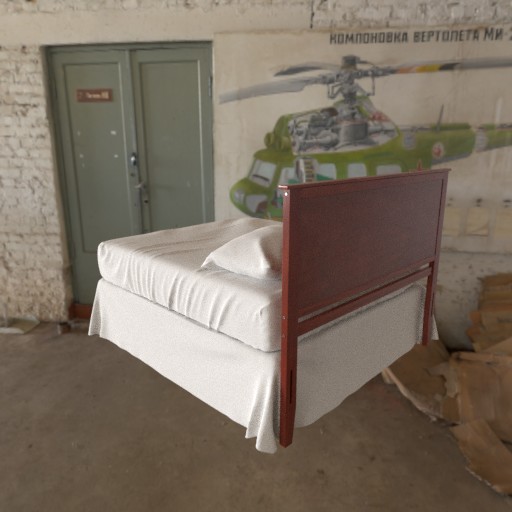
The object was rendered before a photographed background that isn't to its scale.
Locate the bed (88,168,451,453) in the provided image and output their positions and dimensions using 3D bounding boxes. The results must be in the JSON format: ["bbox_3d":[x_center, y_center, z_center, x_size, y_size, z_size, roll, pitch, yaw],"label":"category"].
[{"bbox_3d":[0.000,0.000,3.234,1.870,1.270,2.050,-14,20,-43],"label":"bed"}]
